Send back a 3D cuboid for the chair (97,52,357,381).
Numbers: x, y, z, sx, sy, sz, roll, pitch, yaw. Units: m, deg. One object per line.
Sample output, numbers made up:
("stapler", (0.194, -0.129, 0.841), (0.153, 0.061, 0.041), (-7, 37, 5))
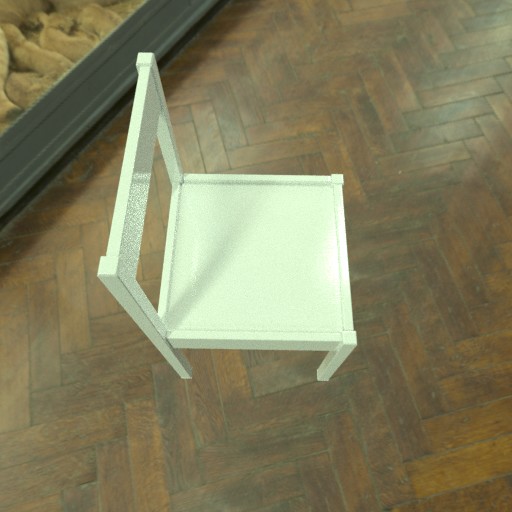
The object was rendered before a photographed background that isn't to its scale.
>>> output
("chair", (0.000, 0.000, 0.684), (0.285, 0.505, 0.285), (1, 65, 0))
